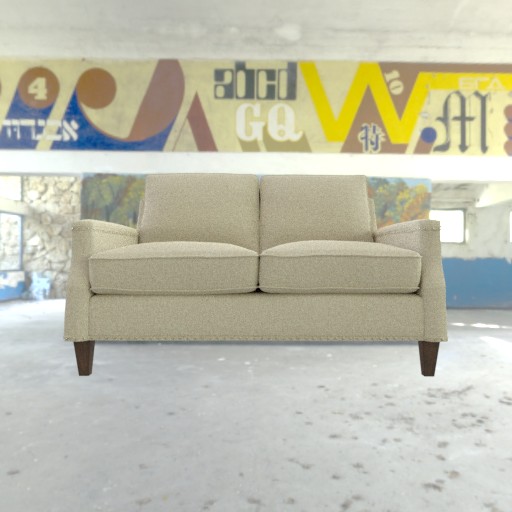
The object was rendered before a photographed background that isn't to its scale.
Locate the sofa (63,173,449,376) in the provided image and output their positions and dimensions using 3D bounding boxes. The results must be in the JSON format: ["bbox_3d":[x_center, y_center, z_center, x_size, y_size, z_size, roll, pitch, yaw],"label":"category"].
[{"bbox_3d":[0.000,0.000,2.337,1.597,1.003,1.084,0,0,0],"label":"sofa"}]
